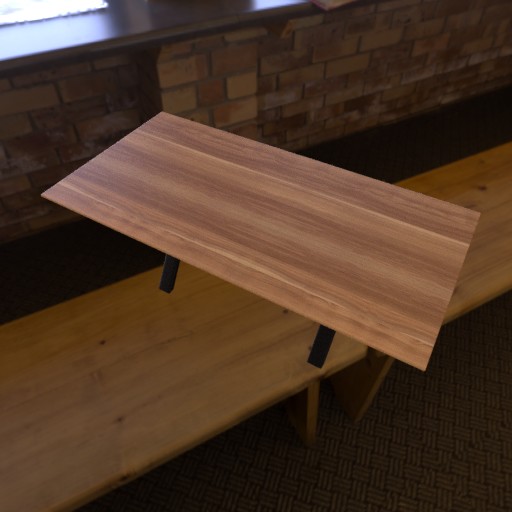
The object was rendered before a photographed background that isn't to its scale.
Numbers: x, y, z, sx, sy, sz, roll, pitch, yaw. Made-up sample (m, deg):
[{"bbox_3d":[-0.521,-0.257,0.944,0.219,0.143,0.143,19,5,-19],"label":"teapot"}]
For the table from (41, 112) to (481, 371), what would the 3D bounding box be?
[{"bbox_3d":[0.000,0.000,2.525,2.000,0.770,1.000,23,51,20],"label":"table"}]
